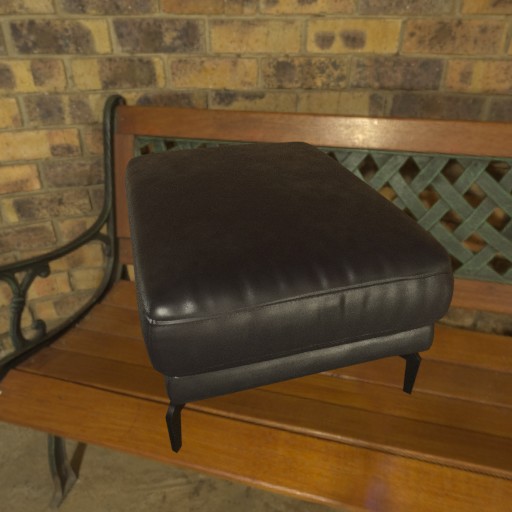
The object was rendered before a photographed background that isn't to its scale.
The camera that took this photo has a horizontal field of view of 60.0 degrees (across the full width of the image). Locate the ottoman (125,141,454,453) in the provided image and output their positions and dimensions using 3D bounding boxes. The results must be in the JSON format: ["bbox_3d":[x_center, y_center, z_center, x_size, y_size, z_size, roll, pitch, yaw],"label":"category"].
[{"bbox_3d":[0.000,0.000,1.084,0.570,0.402,0.764,-9,32,-14],"label":"ottoman"}]
